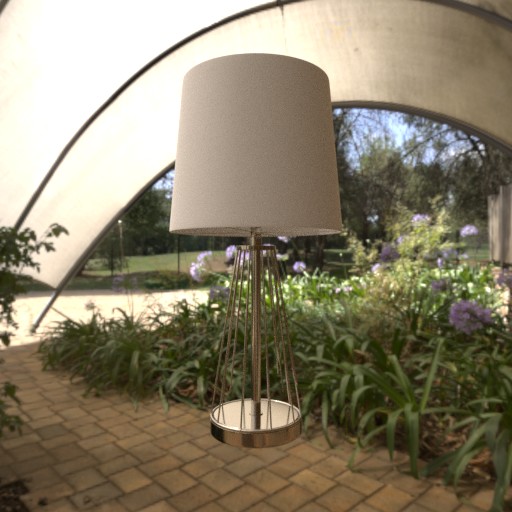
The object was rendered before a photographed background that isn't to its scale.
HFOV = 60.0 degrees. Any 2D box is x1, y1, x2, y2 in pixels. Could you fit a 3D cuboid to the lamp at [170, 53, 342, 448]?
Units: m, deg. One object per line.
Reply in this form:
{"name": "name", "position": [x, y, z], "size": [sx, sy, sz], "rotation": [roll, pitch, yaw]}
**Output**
{"name": "lamp", "position": [0.000, 0.000, 0.791], "size": [0.303, 0.618, 0.303], "rotation": [0, 0, 0]}
